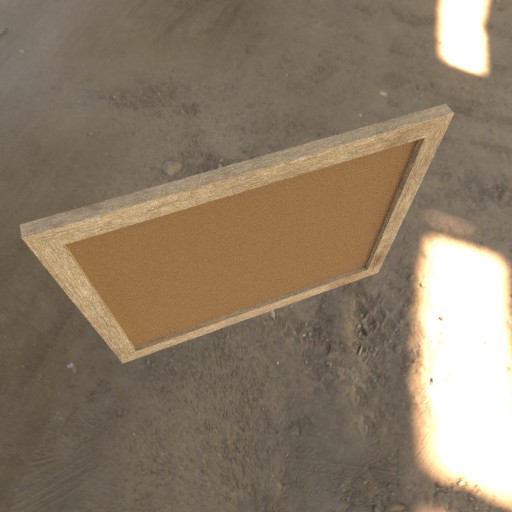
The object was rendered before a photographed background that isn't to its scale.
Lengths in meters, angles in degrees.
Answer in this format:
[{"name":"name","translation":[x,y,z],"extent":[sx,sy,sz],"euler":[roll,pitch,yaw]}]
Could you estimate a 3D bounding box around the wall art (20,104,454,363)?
[{"name":"wall art","translation":[0.000,0.000,0.899],"extent":[0.690,0.535,0.026],"euler":[-18,60,-11]}]
